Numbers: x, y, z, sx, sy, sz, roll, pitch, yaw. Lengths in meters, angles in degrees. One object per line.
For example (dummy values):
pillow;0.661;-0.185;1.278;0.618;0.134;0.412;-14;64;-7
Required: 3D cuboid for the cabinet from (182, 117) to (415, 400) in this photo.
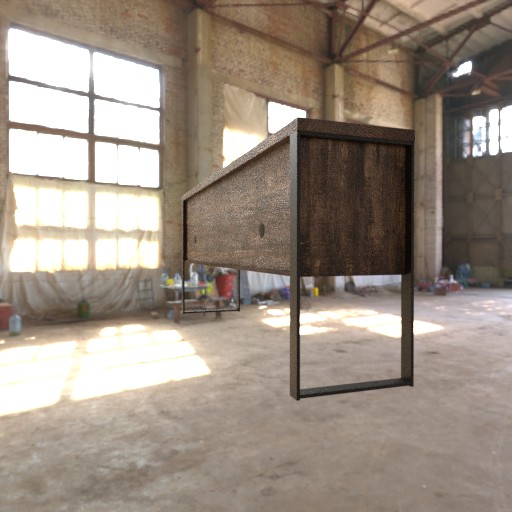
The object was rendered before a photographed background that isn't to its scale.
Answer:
cabinet;0.000;0.000;2.103;0.395;0.762;1.800;0;1;-19
